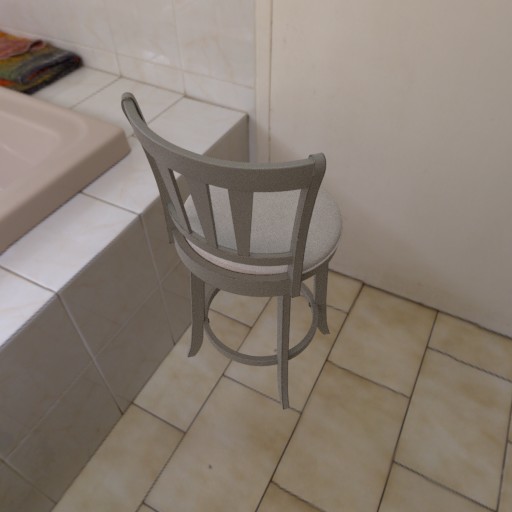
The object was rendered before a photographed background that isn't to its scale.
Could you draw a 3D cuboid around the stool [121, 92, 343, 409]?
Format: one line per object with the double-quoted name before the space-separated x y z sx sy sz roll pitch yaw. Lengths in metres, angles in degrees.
"stool" 0.000 0.000 1.260 0.450 0.994 0.486 23 51 20
